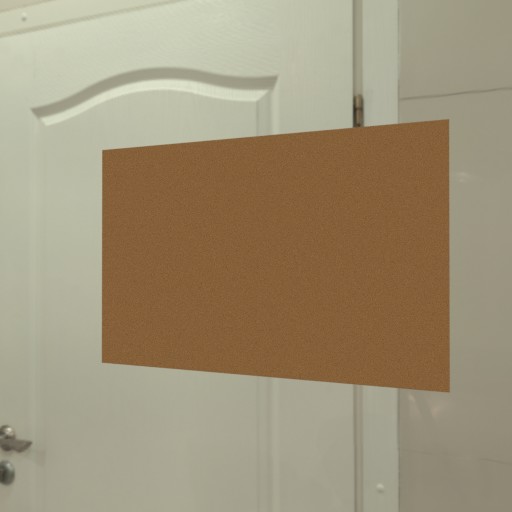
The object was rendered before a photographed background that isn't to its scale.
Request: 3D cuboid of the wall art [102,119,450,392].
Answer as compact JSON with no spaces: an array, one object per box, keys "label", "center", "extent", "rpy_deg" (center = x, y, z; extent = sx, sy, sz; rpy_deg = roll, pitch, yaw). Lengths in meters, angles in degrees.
[{"label":"wall art","center":[0.000,0.000,1.142],"extent":[0.915,0.608,0.033],"rpy_deg":[0,0,18]}]
